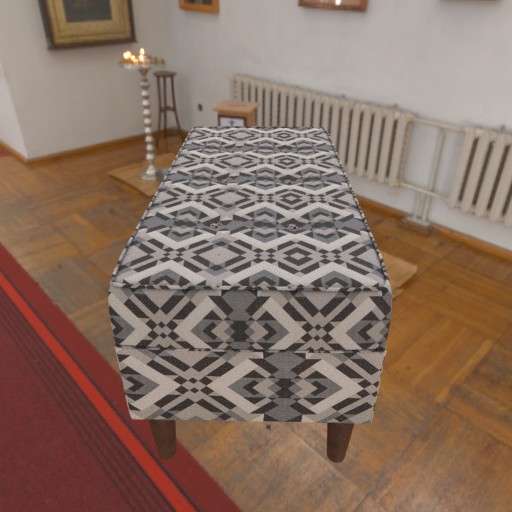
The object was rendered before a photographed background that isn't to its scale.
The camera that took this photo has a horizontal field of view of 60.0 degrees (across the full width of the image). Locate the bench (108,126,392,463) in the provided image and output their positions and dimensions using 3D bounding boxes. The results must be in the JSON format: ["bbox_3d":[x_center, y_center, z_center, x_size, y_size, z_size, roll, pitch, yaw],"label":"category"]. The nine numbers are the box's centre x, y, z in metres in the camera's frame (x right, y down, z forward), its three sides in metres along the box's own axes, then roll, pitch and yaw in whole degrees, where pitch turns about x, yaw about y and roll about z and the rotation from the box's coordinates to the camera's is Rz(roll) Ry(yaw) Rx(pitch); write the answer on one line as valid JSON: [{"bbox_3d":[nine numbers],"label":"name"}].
[{"bbox_3d":[0.000,0.000,1.256,0.492,0.477,1.016,1,31,1],"label":"bench"}]
